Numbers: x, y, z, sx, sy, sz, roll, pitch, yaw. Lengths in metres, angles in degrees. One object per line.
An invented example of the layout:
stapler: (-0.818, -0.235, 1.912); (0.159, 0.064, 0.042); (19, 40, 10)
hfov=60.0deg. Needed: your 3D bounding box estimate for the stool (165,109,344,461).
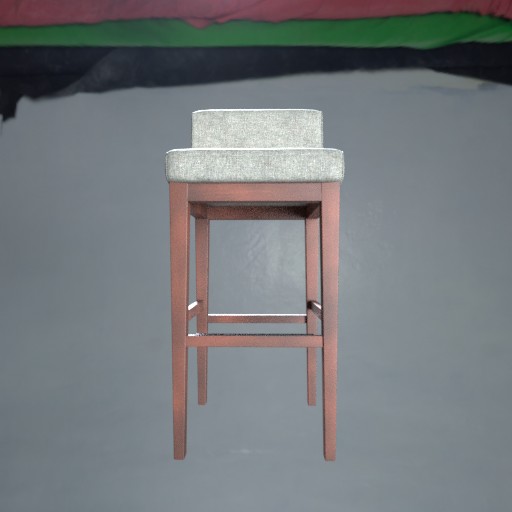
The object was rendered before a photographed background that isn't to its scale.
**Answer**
stool: (0.000, 0.000, 1.264); (0.426, 0.965, 0.499); (0, 0, 1)
